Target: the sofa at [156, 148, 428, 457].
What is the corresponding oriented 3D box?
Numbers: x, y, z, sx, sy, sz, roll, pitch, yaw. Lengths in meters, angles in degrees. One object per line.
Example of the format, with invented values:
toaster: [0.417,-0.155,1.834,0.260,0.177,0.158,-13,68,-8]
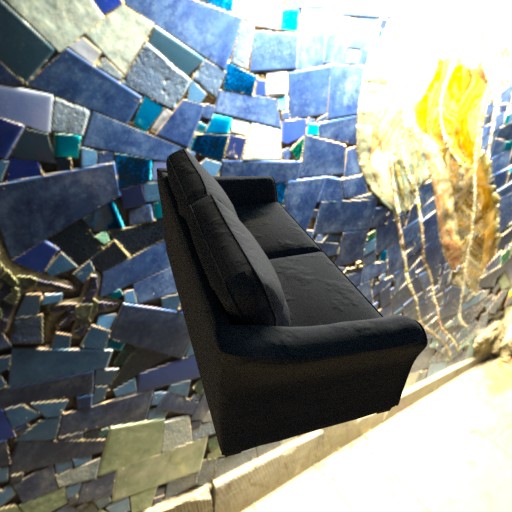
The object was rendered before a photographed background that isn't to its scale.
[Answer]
sofa: [0.000,0.000,2.817,0.971,0.950,2.270,-9,31,-15]
